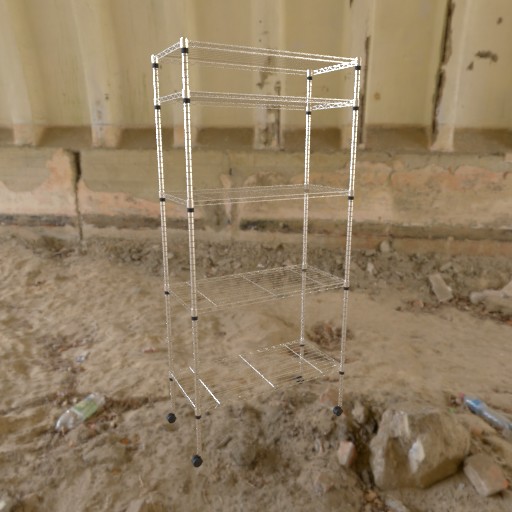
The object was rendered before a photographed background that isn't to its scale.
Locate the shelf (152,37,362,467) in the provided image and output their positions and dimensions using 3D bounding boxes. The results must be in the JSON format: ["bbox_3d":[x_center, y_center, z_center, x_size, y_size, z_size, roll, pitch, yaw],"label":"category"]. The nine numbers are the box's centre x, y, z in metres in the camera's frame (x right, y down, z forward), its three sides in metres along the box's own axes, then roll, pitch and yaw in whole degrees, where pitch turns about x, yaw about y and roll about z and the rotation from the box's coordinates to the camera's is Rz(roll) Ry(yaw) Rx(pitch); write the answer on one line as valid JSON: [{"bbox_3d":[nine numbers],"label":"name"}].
[{"bbox_3d":[0.000,0.000,1.904,0.762,1.587,0.356,-8,16,-28],"label":"shelf"}]
